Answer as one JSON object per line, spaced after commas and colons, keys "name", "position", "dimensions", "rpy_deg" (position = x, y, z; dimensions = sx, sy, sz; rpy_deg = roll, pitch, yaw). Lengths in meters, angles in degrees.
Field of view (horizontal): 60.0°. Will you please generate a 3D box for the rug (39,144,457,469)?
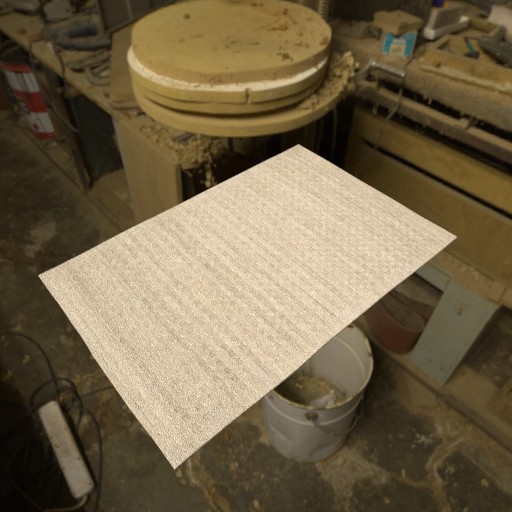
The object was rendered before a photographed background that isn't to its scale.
{"name": "rug", "position": [0.000, 0.000, 2.895], "dimensions": [2.297, 0.018, 1.532], "rpy_deg": [-32, 54, -27]}
